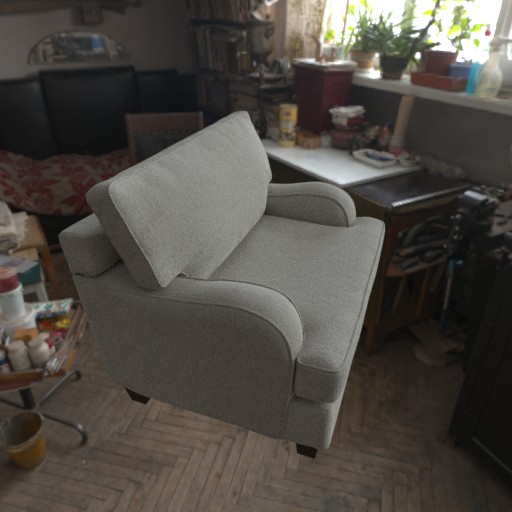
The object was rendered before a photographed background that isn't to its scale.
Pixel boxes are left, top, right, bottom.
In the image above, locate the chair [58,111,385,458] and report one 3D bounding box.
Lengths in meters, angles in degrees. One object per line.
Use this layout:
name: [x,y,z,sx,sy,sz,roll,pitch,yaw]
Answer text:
chair: [0.000,0.000,2.004,1.041,1.016,1.220,11,32,18]
